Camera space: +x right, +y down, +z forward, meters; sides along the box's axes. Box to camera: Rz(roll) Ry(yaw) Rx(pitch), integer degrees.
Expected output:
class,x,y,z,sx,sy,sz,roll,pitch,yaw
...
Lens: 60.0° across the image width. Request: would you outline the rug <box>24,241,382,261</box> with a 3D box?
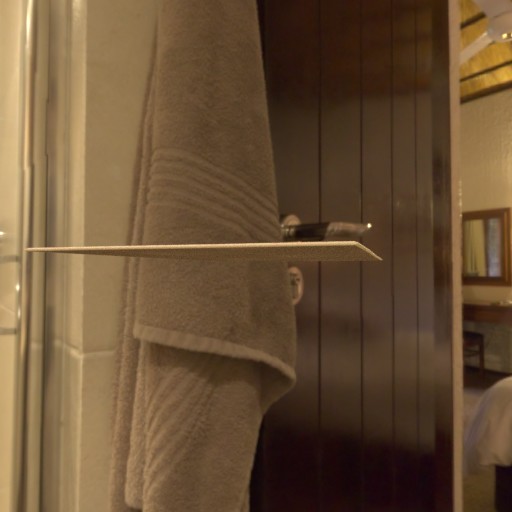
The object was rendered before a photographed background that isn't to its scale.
class,x,y,z,sx,sy,sz,roll,pitch,yaw
rug,0.000,0.000,3.484,1.819,0.018,2.746,-1,-2,18
